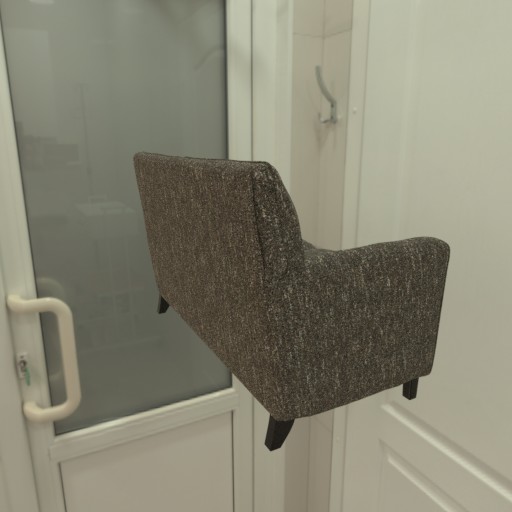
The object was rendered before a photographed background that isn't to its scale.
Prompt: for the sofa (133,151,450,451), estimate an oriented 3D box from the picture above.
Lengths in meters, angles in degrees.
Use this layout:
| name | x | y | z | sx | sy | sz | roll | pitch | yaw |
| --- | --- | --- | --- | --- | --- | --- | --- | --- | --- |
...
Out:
| name | x | y | z | sx | sy | sz | roll | pitch | yaw |
| --- | --- | --- | --- | --- | --- | --- | --- | --- | --- |
| sofa | 0.000 | 0.000 | 2.087 | 0.801 | 0.946 | 1.519 | -8 | 16 | -27 |
